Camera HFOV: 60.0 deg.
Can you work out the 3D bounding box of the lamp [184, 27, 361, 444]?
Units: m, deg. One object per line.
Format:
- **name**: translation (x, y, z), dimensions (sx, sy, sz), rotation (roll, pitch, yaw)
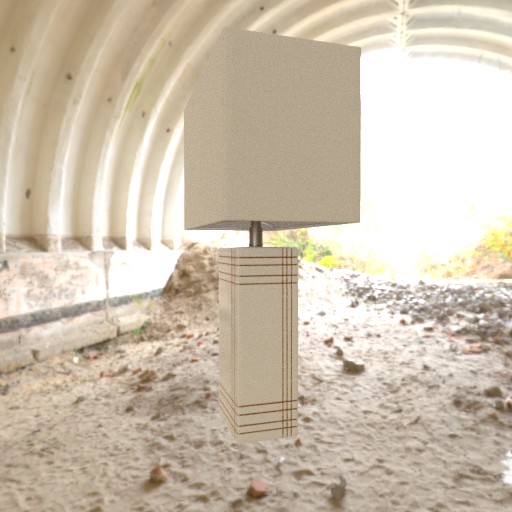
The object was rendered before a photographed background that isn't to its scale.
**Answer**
- **lamp**: translation (0.000, 0.000, 0.706), dimensions (0.182, 0.543, 0.334), rotation (0, 1, -17)
